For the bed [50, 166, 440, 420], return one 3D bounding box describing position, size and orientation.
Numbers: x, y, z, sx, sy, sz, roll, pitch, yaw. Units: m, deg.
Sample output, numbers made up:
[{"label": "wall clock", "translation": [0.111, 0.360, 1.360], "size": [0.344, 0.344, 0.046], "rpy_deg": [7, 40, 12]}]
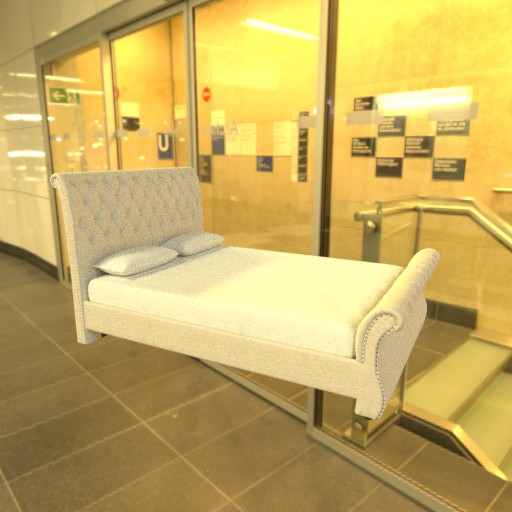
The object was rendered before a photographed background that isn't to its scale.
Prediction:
[{"label": "bed", "translation": [0.000, 0.000, 3.413], "size": [2.493, 1.268, 1.606], "rpy_deg": [7, 15, 27]}]
